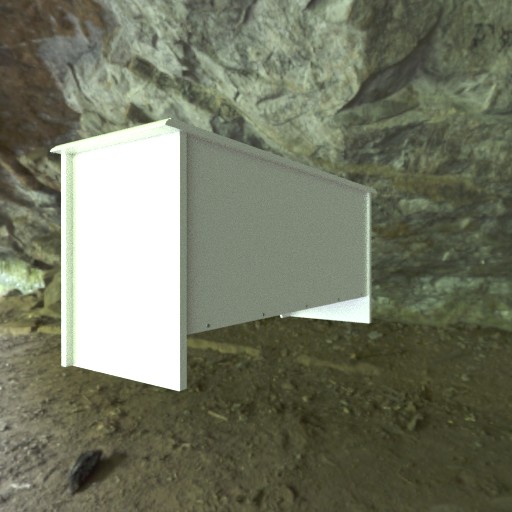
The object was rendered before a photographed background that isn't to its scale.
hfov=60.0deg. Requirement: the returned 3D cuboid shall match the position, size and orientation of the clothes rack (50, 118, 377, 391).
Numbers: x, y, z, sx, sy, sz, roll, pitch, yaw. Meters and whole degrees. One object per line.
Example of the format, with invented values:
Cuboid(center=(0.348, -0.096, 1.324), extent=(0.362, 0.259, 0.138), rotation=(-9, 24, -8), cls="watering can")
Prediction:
Cuboid(center=(0.000, 0.000, 1.490), extent=(0.405, 0.558, 1.218), rotation=(0, 0, 35), cls="clothes rack")
